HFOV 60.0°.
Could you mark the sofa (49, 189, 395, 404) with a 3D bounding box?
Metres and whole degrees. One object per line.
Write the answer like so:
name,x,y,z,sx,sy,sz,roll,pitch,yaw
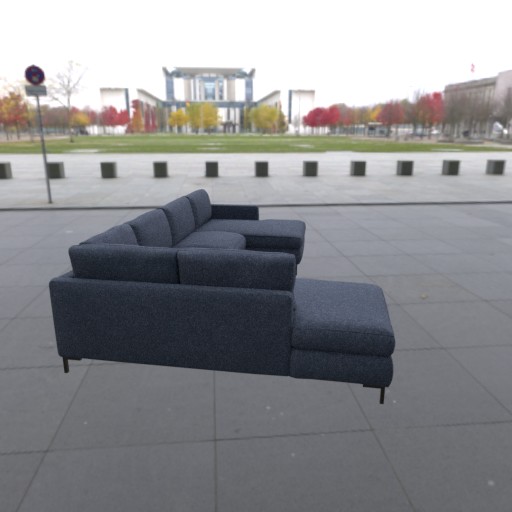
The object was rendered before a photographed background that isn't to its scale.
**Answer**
sofa,0.000,0.000,3.868,2.007,0.813,2.956,3,16,9
